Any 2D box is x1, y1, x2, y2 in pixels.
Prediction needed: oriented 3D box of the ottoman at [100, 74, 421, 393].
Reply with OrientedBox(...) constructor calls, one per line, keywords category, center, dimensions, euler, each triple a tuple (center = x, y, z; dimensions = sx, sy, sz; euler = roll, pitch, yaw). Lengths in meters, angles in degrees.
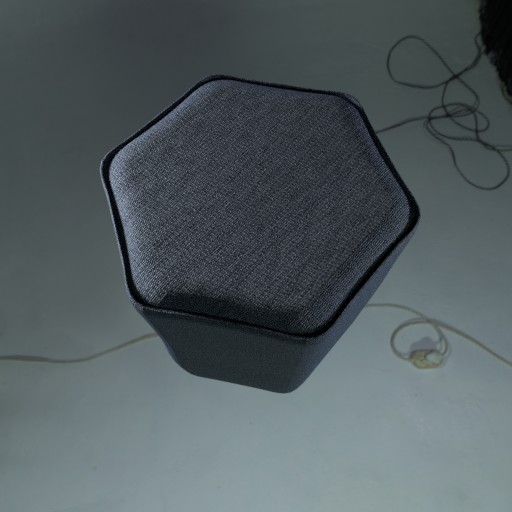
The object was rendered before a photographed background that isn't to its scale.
OrientedBox(category="ottoman", center=(0.000, 0.000, 0.878), dimensions=(0.454, 0.505, 0.492), euler=(-13, 66, -6))
